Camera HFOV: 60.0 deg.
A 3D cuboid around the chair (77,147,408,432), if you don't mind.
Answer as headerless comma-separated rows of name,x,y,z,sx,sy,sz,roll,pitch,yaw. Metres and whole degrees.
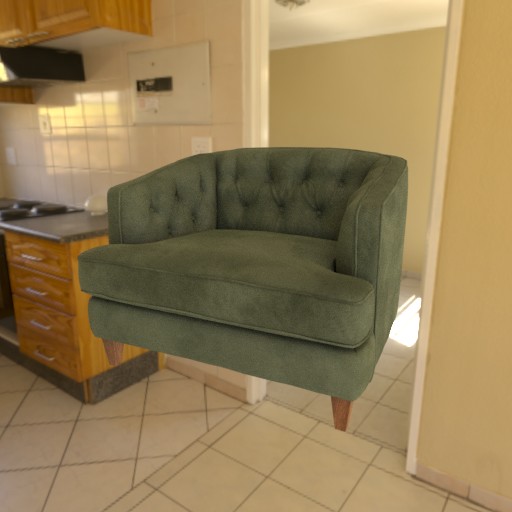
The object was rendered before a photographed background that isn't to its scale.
chair,0.000,0.000,1.813,1.104,0.852,0.941,7,16,25
